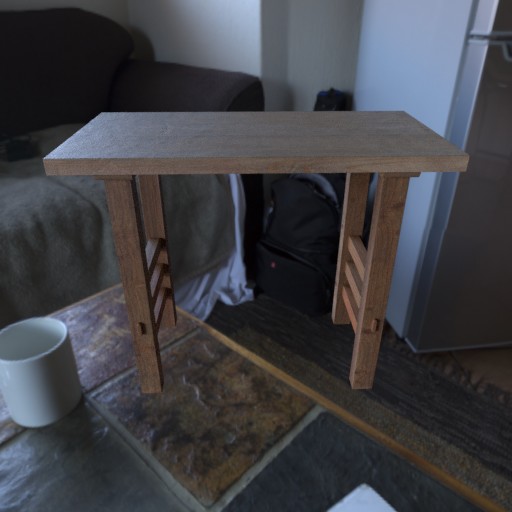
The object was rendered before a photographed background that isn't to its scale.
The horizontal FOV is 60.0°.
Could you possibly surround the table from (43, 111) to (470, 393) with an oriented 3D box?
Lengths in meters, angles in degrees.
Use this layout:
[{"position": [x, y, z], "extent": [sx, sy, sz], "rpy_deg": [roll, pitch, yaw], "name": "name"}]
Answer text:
[{"position": [0.000, 0.000, 1.627], "extent": [1.119, 0.914, 0.556], "rpy_deg": [-1, 30, -1], "name": "table"}]
